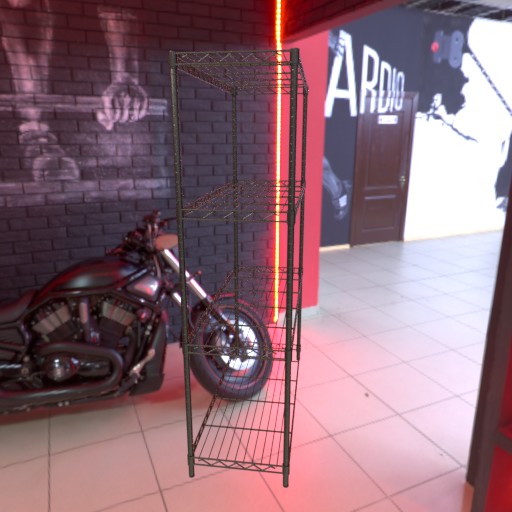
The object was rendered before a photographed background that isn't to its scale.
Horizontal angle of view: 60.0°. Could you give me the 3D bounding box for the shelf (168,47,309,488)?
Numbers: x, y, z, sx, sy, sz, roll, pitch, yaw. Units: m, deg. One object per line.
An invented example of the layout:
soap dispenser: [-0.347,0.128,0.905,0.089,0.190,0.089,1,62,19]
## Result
shelf: [0.000,0.000,1.765,0.352,1.361,0.907,2,15,8]
